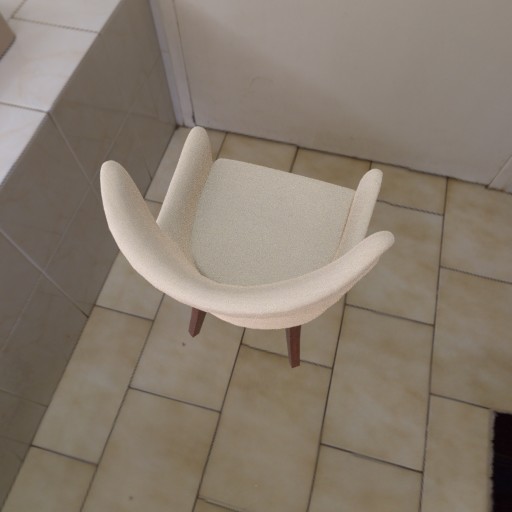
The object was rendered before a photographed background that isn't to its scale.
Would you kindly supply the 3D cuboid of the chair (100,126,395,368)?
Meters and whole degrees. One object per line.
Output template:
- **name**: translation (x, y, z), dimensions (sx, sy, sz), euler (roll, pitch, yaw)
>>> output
- **chair**: translation (0.000, 0.000, 1.466), dimensions (0.696, 0.990, 0.744), euler (15, 64, 8)
